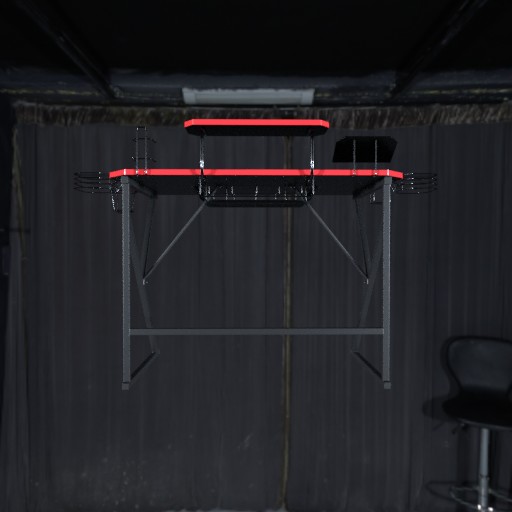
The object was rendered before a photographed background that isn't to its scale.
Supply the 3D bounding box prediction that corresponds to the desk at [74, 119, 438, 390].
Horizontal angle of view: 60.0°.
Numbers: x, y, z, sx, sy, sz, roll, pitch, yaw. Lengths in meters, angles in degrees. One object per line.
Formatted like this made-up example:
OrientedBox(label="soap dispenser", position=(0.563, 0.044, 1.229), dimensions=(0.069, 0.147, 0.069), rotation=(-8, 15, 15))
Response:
OrientedBox(label="desk", position=(0.000, 0.000, 1.754), dimensions=(1.280, 0.913, 0.588), rotation=(0, 1, -1))
